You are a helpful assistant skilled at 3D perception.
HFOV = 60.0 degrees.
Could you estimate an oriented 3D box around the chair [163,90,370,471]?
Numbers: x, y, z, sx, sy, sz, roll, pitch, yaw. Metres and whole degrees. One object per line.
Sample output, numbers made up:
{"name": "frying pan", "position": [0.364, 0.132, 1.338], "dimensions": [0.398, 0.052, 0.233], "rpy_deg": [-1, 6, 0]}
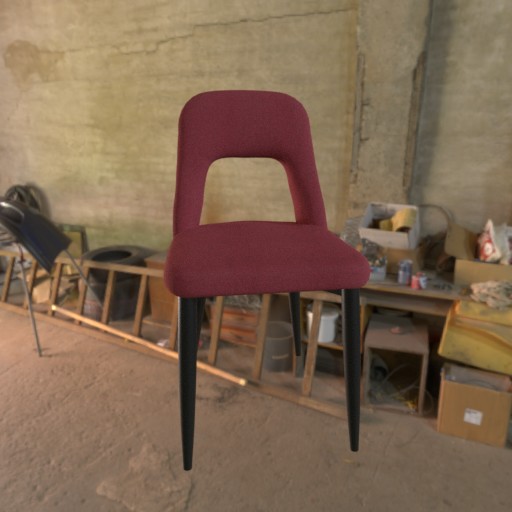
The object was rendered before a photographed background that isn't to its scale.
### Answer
{"name": "chair", "position": [0.000, 0.000, 1.220], "dimensions": [0.483, 0.892, 0.569], "rpy_deg": [-2, 17, -8]}
